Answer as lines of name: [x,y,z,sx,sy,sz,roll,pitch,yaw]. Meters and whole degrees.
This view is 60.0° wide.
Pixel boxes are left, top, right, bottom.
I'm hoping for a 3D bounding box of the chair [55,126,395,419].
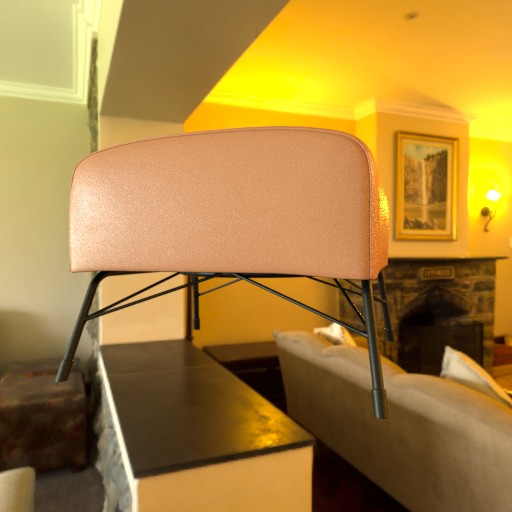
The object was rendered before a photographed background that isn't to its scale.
chair: [0.000,0.000,0.896,0.530,0.410,0.530,0,1,18]
